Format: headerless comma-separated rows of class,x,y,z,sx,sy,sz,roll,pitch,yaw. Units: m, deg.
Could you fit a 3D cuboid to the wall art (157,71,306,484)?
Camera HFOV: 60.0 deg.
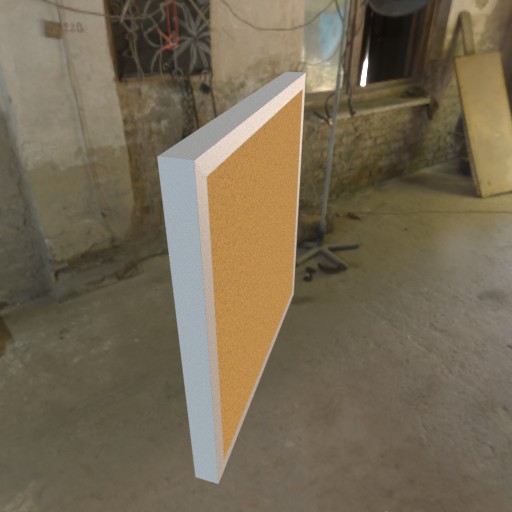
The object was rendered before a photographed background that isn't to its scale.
wall art,0.000,0.000,1.911,0.098,1.291,1.289,9,33,15
